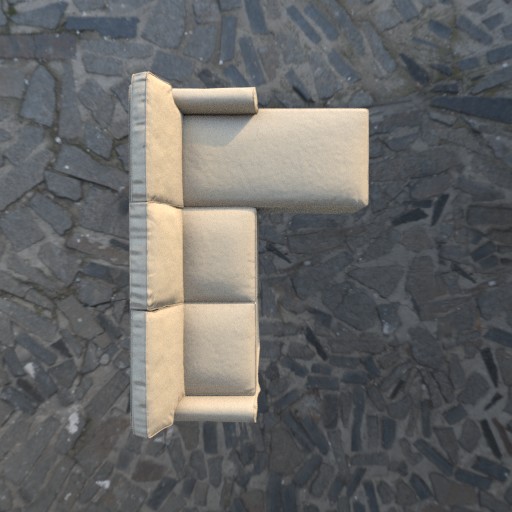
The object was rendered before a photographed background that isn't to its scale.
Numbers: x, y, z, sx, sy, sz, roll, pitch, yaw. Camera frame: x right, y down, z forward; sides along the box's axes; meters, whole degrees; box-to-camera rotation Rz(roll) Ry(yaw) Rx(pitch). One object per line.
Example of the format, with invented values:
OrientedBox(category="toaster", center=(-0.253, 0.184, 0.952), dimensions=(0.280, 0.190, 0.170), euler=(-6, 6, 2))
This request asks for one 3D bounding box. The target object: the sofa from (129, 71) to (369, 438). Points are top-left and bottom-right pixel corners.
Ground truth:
OrientedBox(category="sofa", center=(0.000, 0.000, 3.334), dimensions=(1.733, 0.978, 2.475), euler=(0, 91, 1))
